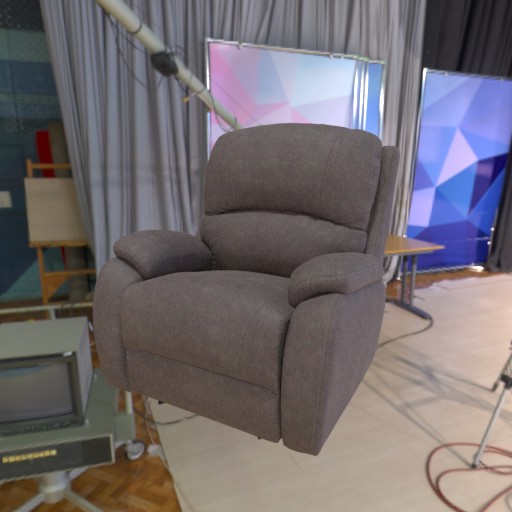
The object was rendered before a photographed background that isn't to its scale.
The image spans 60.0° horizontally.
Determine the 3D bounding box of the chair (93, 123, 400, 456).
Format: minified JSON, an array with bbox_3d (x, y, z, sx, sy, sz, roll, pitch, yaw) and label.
[{"bbox_3d":[0.000,0.000,1.721,0.930,1.011,0.899,8,16,27],"label":"chair"}]
